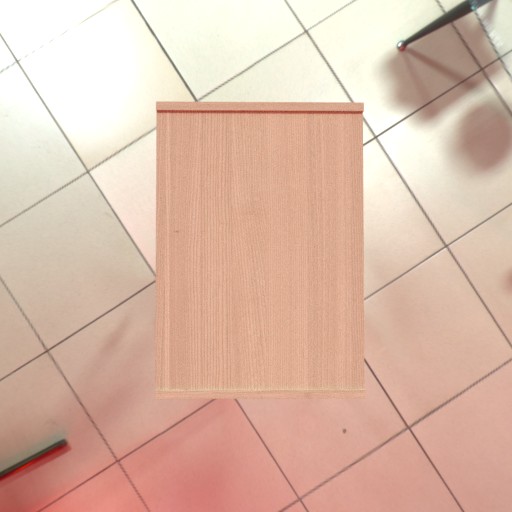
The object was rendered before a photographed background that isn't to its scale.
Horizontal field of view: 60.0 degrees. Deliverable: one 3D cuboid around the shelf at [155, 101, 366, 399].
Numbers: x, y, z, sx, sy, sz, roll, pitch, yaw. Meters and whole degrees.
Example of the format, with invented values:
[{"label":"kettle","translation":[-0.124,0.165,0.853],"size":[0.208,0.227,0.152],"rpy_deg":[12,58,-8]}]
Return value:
[{"label":"shelf","translation":[0.000,0.000,1.056],"size":[0.292,0.876,0.417],"rpy_deg":[0,89,-1]}]
